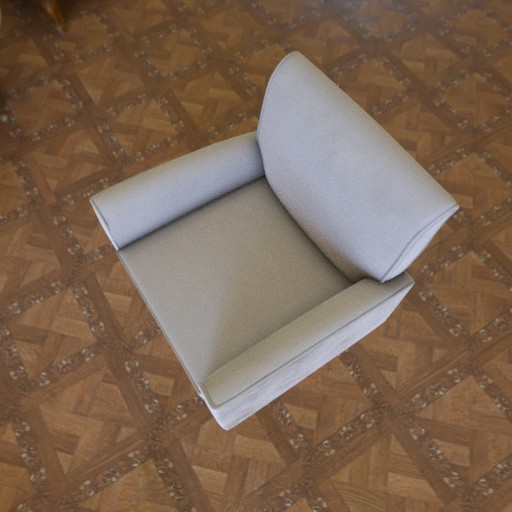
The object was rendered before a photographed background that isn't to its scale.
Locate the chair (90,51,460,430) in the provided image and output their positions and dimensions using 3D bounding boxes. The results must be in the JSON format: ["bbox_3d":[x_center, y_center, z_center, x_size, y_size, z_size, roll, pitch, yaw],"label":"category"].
[{"bbox_3d":[0.000,0.000,1.577,0.821,0.915,0.820,-30,66,-15],"label":"chair"}]
